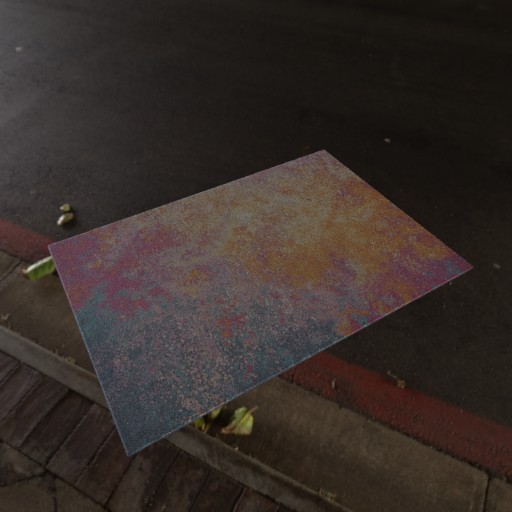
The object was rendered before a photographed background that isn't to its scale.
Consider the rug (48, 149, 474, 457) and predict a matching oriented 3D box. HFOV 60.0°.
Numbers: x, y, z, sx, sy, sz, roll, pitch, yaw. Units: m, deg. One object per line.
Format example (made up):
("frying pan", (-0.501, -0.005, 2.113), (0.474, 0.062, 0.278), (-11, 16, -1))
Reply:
("rug", (0.000, 0.000, 3.645), (2.896, 0.013, 2.007), (-23, 50, -21))
